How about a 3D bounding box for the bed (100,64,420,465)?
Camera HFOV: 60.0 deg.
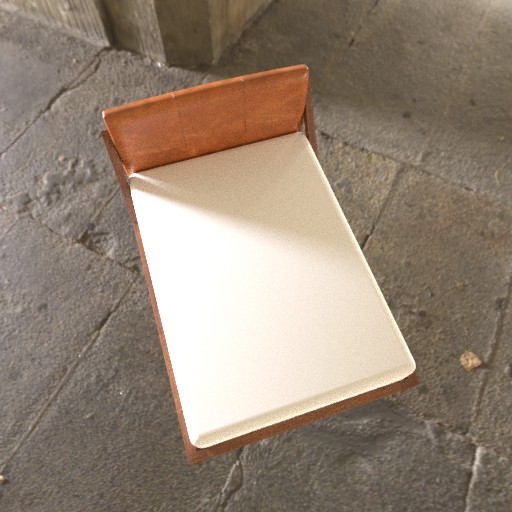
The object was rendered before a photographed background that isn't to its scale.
[{"bbox_3d":[0.000,0.000,3.191,1.651,1.168,2.311,-16,65,-8],"label":"bed"}]
